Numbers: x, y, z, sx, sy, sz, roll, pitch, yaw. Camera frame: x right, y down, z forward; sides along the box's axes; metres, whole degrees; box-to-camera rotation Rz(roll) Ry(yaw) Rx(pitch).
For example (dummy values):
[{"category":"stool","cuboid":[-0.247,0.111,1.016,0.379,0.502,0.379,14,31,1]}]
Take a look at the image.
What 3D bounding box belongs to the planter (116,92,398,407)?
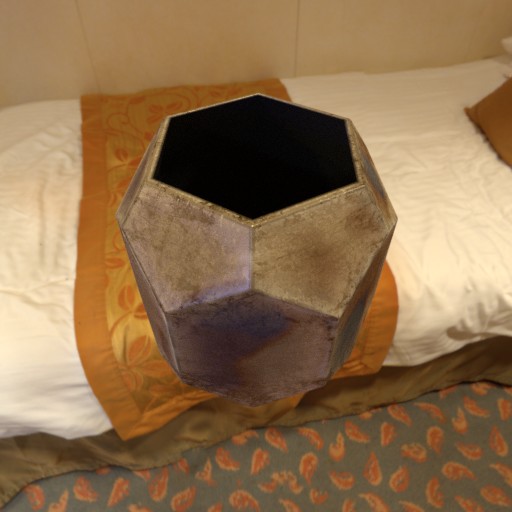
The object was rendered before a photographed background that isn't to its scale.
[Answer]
[{"category":"planter","cuboid":[0.000,0.000,0.418,0.221,0.238,0.243,24,51,21]}]
